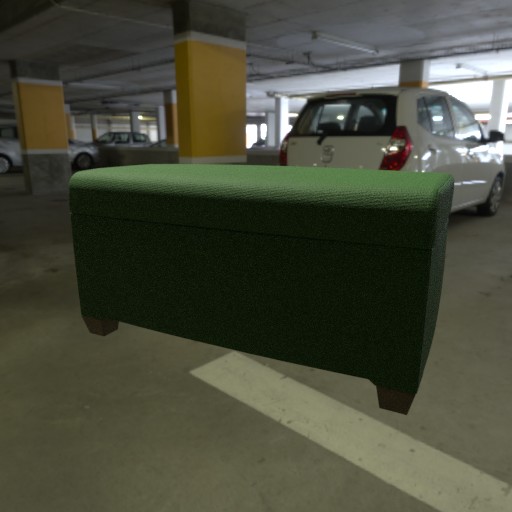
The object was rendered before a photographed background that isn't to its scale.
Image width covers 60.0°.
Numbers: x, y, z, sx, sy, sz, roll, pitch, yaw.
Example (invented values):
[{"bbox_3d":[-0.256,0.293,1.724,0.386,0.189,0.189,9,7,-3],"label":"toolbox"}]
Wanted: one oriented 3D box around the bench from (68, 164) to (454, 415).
[{"bbox_3d":[0.000,0.000,1.273,0.989,0.501,0.505,7,17,26],"label":"bench"}]
